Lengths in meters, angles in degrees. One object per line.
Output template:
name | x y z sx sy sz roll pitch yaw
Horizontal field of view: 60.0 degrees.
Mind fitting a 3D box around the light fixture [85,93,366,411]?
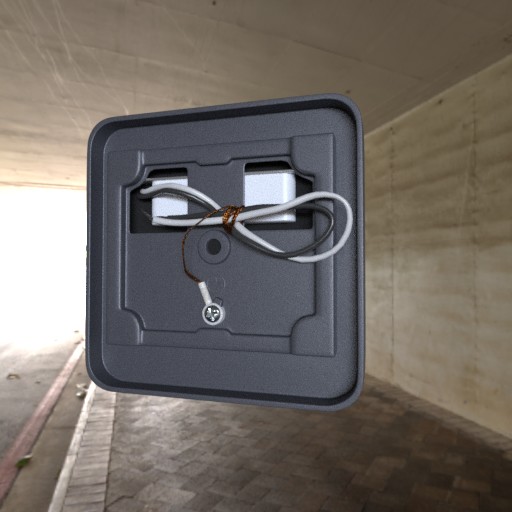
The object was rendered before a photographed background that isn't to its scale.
light fixture | 0.000 0.000 0.218 0.109 0.109 0.132 0 -1 16
